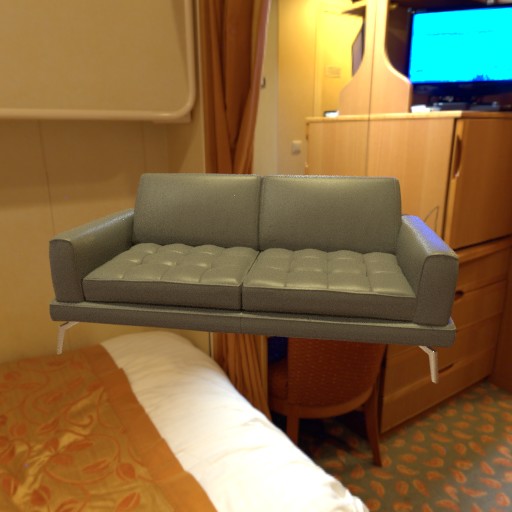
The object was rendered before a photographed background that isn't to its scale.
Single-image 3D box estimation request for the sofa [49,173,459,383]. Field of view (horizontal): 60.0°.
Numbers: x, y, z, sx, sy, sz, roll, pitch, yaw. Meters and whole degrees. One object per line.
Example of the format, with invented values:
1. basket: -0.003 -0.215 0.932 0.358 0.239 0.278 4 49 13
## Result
1. sofa: 0.000 0.000 2.736 2.177 0.930 1.121 2 16 9
